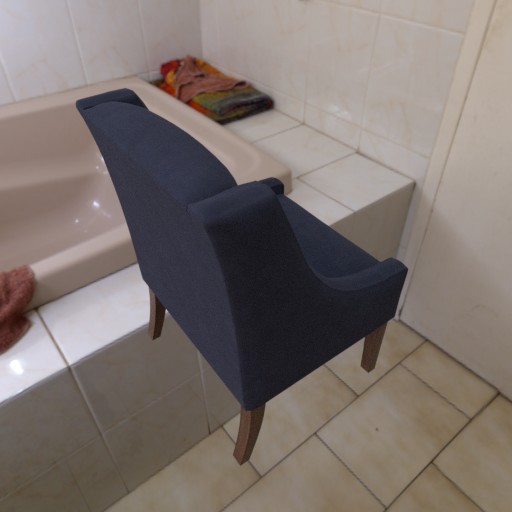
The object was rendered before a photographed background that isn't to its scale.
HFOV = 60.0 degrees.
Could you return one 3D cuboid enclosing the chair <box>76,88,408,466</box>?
[{"bbox_3d":[0.000,0.000,1.283,0.629,0.895,0.629,-26,47,-27],"label":"chair"}]
